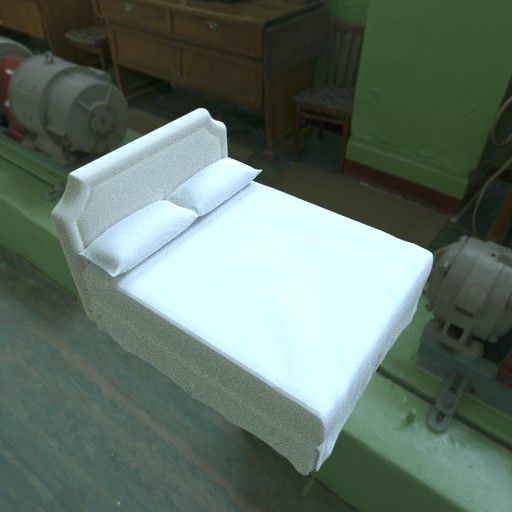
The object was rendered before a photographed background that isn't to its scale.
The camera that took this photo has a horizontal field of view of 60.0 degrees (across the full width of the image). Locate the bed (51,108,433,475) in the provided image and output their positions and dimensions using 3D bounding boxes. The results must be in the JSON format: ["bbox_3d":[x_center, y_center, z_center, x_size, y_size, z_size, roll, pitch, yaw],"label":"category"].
[{"bbox_3d":[0.000,0.000,3.867,2.548,1.524,2.134,26,48,26],"label":"bed"}]
